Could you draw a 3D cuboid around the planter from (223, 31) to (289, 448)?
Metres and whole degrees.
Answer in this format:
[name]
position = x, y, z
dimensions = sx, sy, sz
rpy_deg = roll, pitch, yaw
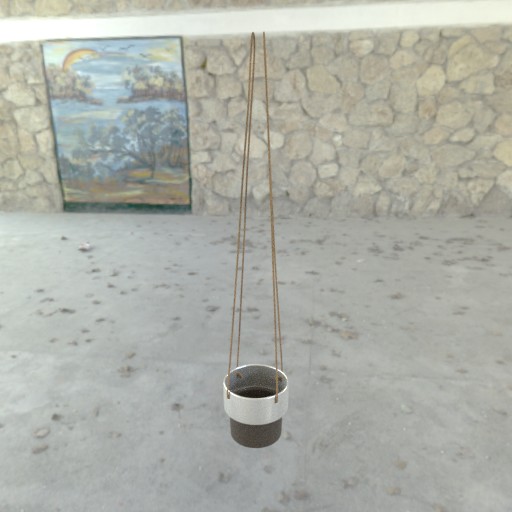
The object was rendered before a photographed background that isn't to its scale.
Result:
[planter]
position = 0.000, 0.000, 1.166
dimensions = 0.187, 1.073, 0.187
rpy_deg = 2, 16, 9
